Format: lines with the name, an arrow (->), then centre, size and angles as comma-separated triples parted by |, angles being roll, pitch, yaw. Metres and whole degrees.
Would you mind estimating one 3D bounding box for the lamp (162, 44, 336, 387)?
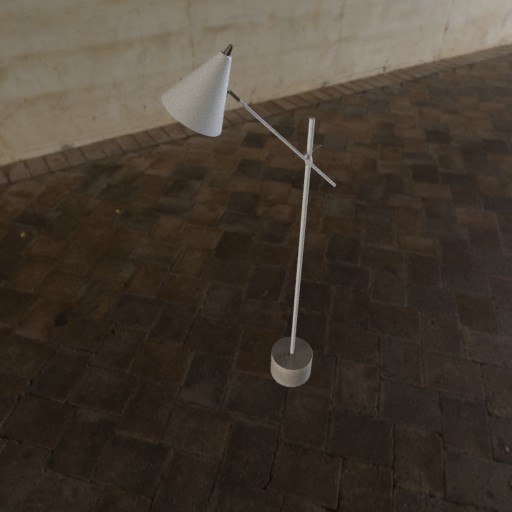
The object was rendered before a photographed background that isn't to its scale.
lamp -> 0.000, 0.000, 1.592 | 0.508, 1.430, 0.223 | 1, 41, 1
